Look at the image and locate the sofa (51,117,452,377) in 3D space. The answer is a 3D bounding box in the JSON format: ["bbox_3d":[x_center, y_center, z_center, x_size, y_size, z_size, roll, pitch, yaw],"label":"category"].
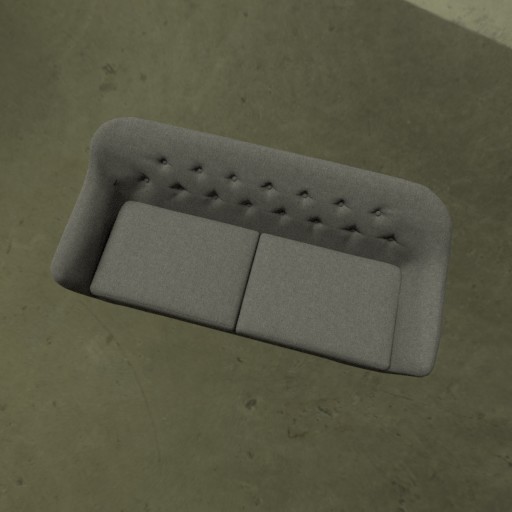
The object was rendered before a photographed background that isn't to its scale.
[{"bbox_3d":[0.000,0.000,2.273,1.840,0.820,0.820,14,75,4],"label":"sofa"}]
